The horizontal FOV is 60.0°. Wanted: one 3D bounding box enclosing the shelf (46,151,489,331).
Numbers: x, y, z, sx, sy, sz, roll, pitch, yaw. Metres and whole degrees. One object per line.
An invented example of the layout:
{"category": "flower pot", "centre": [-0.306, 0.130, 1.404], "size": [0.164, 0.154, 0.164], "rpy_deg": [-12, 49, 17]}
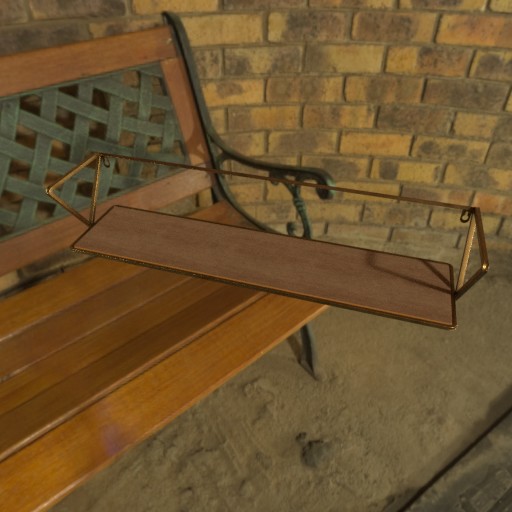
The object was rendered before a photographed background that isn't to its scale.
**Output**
{"category": "shelf", "centre": [0.000, 0.000, 0.744], "size": [0.645, 0.229, 0.150], "rpy_deg": [11, 40, 13]}
